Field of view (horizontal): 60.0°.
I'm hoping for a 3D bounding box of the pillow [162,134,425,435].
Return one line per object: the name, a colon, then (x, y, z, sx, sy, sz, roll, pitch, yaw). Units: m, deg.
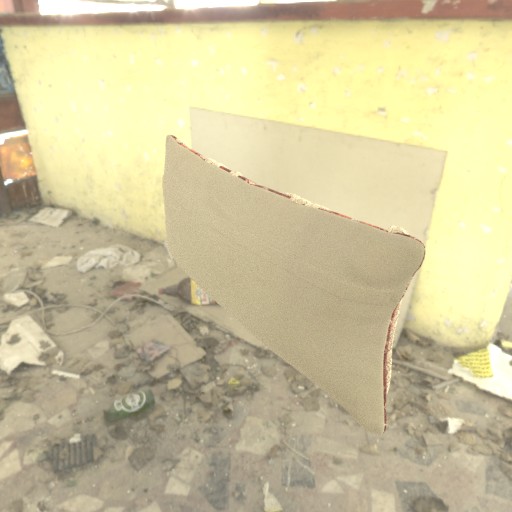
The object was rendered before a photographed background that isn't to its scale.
pillow: (0.000, 0.000, 0.728, 0.161, 0.295, 0.608, -17, 32, -31)
